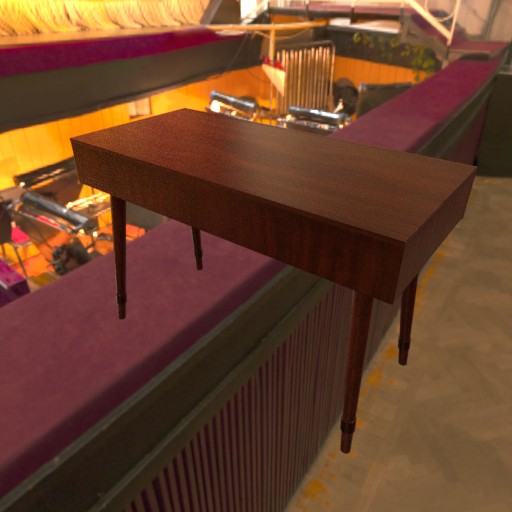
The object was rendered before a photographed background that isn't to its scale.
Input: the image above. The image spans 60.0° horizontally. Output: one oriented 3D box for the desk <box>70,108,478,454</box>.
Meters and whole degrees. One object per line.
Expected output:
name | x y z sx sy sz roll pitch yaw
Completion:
desk | 0.000 0.000 2.126 1.577 1.031 0.734 22 38 31
